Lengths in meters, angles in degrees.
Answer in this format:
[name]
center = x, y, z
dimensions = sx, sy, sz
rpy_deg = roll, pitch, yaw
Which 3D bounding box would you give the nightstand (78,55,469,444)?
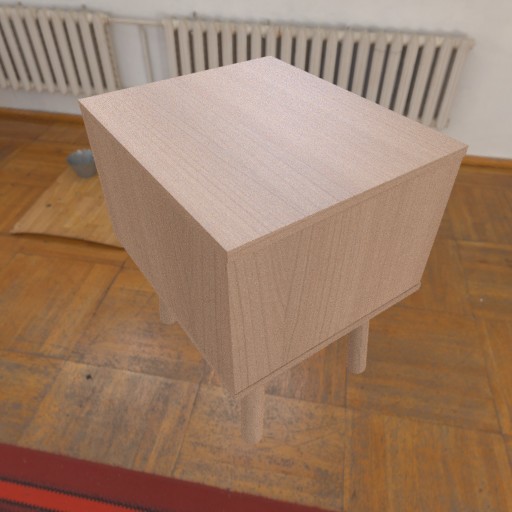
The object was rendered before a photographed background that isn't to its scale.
[nightstand]
center = 0.000, 0.000, 0.825
dimensions = 0.380, 0.530, 0.450
rpy_deg = -25, 47, -25
